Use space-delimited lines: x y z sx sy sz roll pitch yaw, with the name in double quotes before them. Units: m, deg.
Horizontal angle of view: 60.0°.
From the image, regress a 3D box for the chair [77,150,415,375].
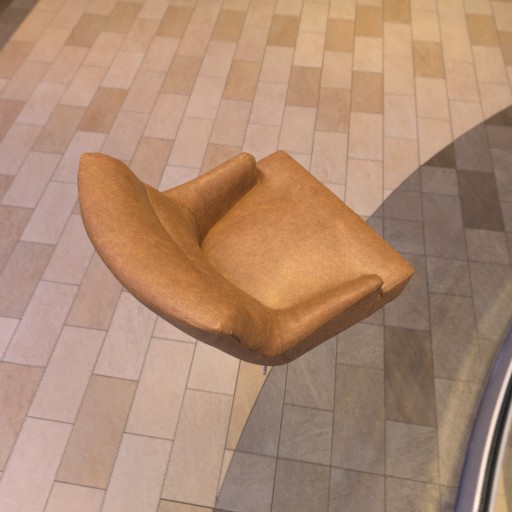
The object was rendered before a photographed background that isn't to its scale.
"chair" 0.000 0.000 1.486 0.874 0.869 0.729 -33 64 -19
